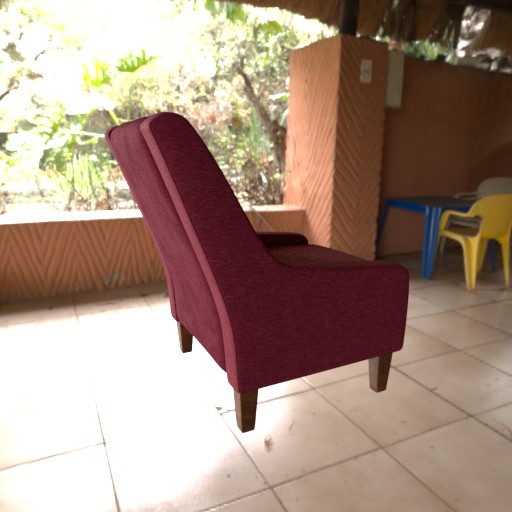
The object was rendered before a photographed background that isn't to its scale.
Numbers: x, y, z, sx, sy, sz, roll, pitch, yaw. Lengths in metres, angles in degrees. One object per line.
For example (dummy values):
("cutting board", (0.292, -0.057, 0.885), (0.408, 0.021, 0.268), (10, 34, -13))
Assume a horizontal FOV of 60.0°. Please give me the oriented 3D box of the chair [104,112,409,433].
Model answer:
("chair", (0.000, 0.000, 1.759), (0.985, 1.017, 0.793), (-6, 15, -25))
